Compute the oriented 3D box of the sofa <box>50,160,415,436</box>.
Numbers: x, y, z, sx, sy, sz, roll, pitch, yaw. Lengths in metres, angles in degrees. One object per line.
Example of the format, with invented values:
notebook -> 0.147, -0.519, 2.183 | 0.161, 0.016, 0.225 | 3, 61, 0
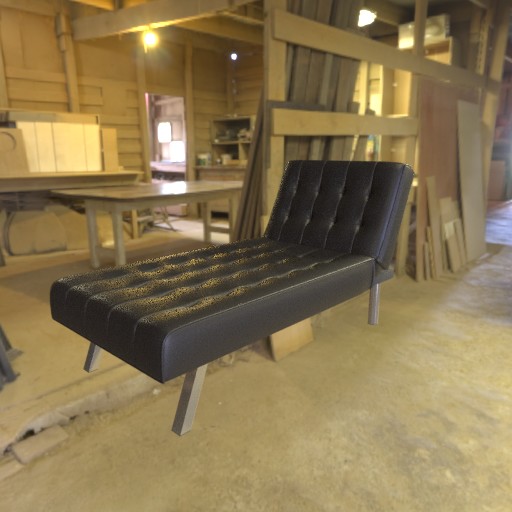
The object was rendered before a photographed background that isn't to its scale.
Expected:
sofa -> 0.000, 0.000, 1.998 | 0.760, 0.820, 1.560 | 12, 18, 42
